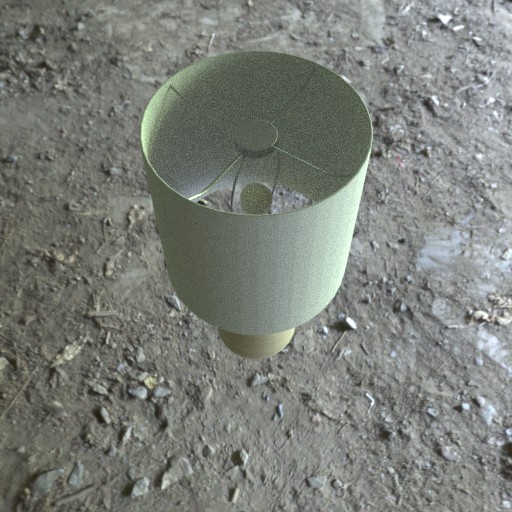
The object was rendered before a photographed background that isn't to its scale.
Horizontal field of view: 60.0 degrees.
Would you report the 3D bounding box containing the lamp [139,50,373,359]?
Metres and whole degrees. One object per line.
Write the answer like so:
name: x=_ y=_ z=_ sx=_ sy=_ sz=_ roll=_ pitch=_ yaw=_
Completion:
lamp: x=0.000 y=0.000 z=0.472 sx=0.186 sy=0.369 sz=0.186 roll=0 pitch=59 yaw=0
